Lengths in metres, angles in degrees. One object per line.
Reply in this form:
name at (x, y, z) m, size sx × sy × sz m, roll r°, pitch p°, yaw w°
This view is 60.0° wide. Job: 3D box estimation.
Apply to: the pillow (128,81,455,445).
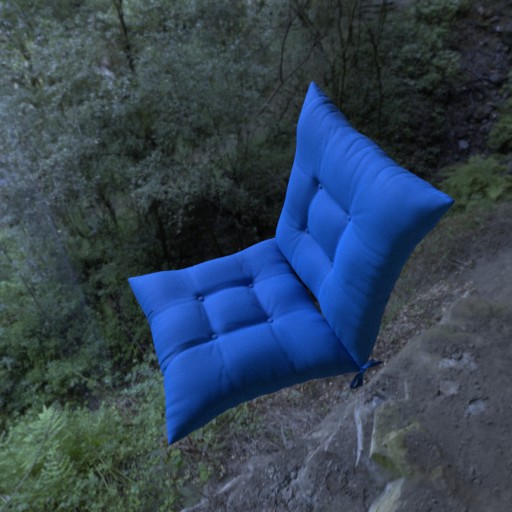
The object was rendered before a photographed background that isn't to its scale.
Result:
pillow at (0.000, 0.000, 1.007) m, size 0.585 × 0.536 × 0.541 m, roll -16°, pitch 47°, yaw -15°
